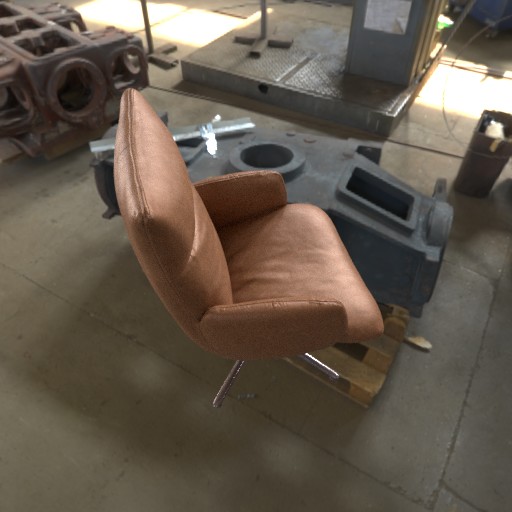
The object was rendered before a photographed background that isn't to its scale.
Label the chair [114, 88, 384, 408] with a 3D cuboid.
[{"bbox_3d":[0.000,0.000,1.554,0.794,1.027,0.711,-10,47,-10],"label":"chair"}]
